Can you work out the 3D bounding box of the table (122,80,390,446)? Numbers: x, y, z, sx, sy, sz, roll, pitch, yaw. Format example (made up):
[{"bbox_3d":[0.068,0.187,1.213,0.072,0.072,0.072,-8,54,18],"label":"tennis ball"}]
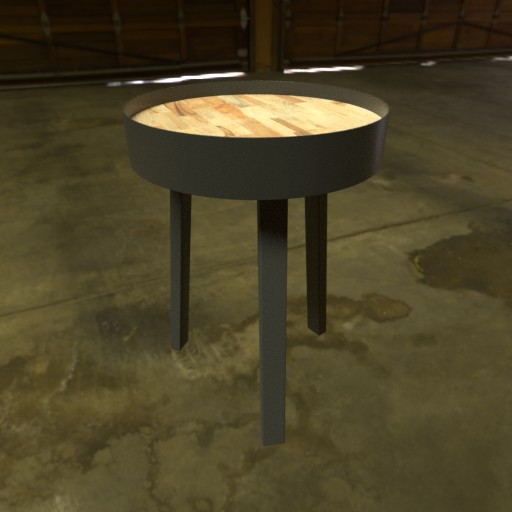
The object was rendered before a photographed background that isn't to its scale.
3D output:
[{"bbox_3d":[0.000,0.000,0.835,0.406,0.559,0.406,0,30,0],"label":"table"}]
